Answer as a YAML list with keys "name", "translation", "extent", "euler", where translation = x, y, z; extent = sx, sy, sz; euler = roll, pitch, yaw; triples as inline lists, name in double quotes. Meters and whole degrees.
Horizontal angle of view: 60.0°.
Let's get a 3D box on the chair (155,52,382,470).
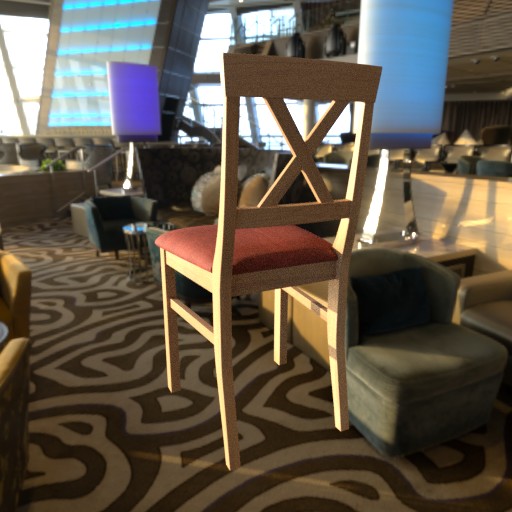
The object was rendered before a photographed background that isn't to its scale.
- name: "chair"
  translation: [0.000, 0.000, 1.187]
  extent: [0.439, 0.912, 0.492]
  euler: [-7, 17, -26]
